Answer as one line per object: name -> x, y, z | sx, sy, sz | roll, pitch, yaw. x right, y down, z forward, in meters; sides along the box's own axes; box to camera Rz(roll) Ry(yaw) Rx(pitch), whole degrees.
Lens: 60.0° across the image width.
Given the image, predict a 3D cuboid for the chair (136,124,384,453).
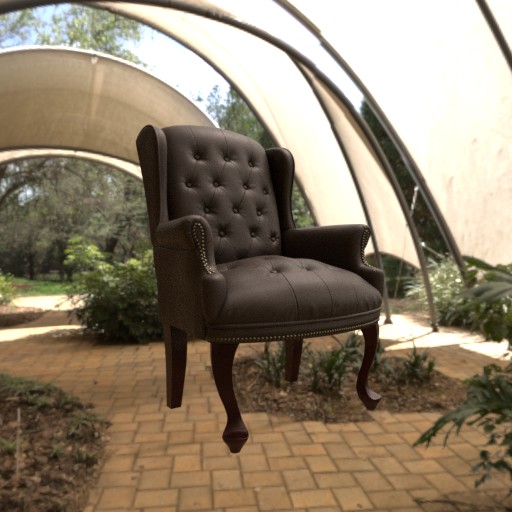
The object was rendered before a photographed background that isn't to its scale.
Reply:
chair -> 0.000, 0.000, 1.714 | 0.829, 1.132, 0.819 | 0, 1, -36
